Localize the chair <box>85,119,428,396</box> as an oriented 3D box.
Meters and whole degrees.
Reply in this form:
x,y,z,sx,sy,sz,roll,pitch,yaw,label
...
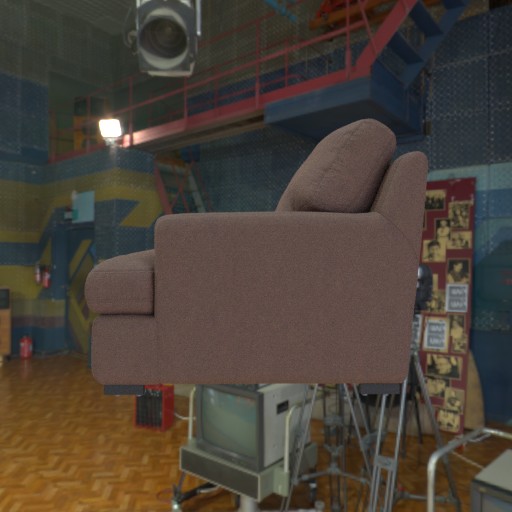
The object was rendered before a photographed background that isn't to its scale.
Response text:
x,y,z,sx,sy,sz,roll,pitch,yaw,label
0.000,0.000,1.991,1.143,0.940,1.168,0,-1,-1,chair
